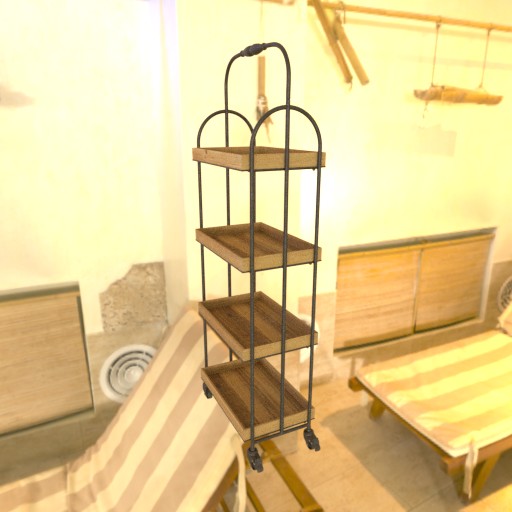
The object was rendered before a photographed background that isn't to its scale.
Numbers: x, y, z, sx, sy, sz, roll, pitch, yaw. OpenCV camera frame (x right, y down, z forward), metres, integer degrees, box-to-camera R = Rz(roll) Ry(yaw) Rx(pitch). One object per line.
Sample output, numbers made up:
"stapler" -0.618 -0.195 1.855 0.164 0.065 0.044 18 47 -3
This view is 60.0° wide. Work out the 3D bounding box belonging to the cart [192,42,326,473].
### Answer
"cart" 0.000 0.000 1.692 0.308 1.481 0.581 -8 18 -25
